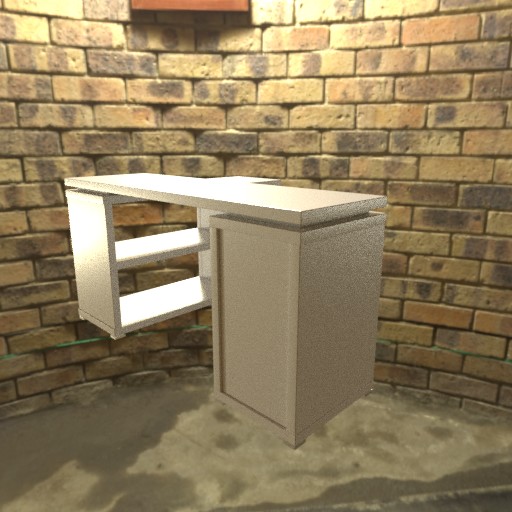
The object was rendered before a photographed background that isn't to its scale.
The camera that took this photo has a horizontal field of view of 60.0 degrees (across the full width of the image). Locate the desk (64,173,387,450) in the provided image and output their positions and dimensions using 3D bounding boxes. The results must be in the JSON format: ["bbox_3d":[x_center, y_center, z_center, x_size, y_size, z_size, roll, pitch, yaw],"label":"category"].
[{"bbox_3d":[0.000,0.000,2.217,1.524,0.753,1.200,14,20,43],"label":"desk"}]
